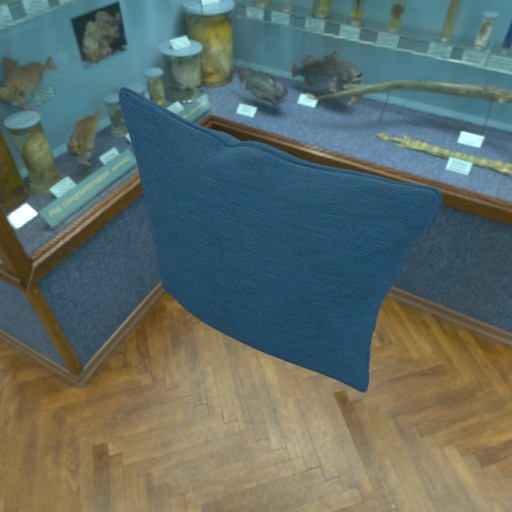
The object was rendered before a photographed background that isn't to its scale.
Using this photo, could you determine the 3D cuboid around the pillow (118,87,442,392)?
[{"bbox_3d":[0.000,0.000,0.667,0.437,0.420,0.177,24,51,21],"label":"pillow"}]
